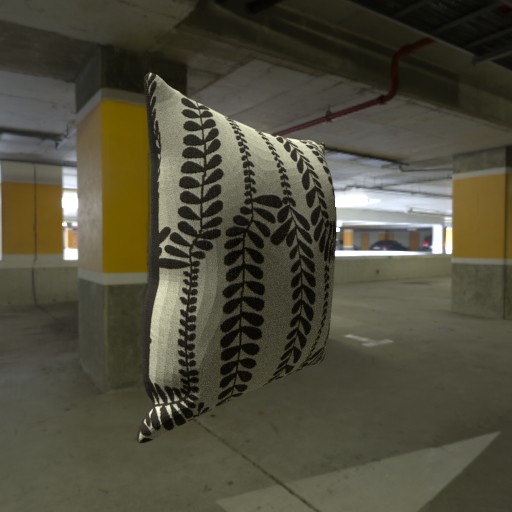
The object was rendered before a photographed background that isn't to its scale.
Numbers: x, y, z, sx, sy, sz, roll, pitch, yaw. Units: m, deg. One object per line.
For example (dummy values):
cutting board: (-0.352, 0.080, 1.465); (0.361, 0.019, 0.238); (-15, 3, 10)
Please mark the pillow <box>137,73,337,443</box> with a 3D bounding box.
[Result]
pillow: (0.000, 0.000, 0.689); (0.182, 0.441, 0.440); (1, 2, 37)
